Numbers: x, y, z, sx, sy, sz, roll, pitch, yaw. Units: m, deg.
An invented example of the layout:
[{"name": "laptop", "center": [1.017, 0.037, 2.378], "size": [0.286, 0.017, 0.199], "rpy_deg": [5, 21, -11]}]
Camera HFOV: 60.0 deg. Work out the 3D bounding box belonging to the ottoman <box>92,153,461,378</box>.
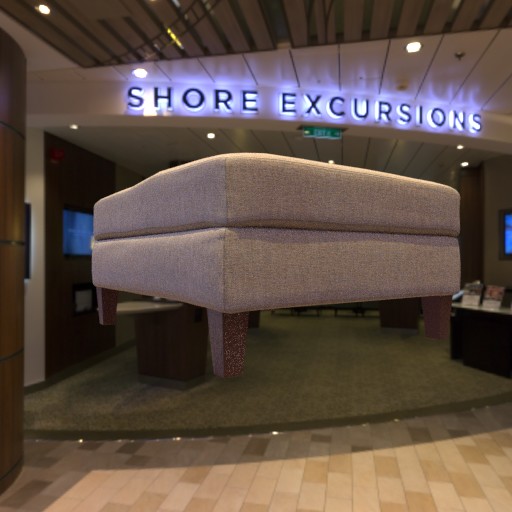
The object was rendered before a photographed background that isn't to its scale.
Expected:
[{"name": "ottoman", "center": [0.000, 0.000, 1.468], "size": [0.836, 0.492, 0.976], "rpy_deg": [0, 0, -35]}]
